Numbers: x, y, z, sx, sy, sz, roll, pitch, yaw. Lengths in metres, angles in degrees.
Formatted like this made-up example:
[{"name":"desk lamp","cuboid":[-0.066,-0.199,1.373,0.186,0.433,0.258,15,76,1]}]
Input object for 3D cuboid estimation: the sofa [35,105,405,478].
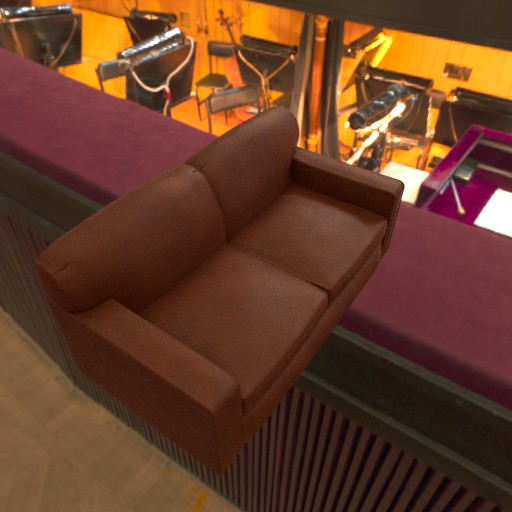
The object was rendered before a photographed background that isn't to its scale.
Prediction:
[{"name":"sofa","cuboid":[0.000,0.000,2.416,1.000,0.966,1.856,25,48,25]}]
